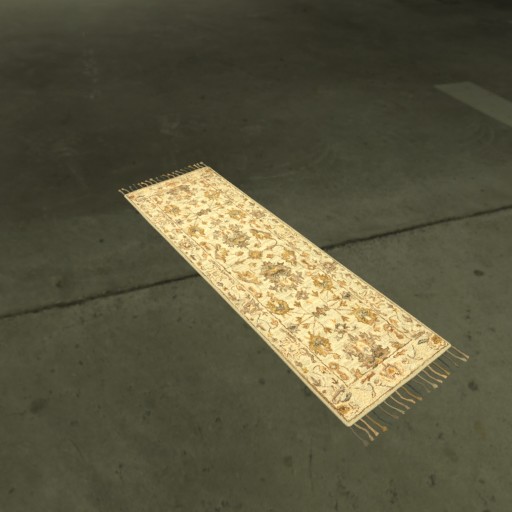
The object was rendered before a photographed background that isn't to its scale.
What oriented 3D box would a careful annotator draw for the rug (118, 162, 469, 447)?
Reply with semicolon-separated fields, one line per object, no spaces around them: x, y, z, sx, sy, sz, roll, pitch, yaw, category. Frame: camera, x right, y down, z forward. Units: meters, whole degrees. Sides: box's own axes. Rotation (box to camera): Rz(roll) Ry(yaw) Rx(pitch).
0.000;0.000;2.680;0.729;0.021;2.438;-26;46;-27;rug
